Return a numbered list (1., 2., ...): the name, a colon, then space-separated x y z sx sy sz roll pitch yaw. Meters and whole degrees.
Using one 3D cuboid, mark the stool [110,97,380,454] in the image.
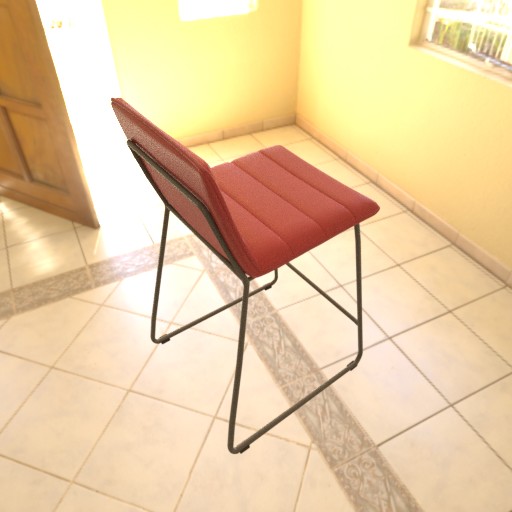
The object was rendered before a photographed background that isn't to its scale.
1. stool: 0.000 0.000 1.187 0.524 0.866 0.489 -26 47 -27
